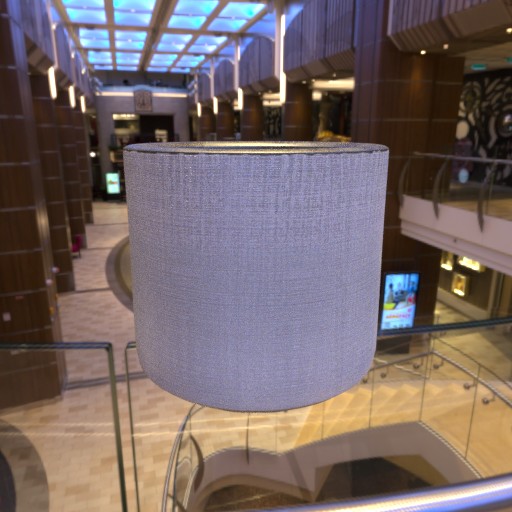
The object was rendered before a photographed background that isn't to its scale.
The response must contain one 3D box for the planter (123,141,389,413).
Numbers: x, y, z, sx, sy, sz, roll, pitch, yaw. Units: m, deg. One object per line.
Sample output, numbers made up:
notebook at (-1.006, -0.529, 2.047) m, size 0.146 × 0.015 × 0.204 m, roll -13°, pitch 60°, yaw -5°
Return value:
planter at (0.000, 0.000, 0.228) m, size 0.125 × 0.112 × 0.125 m, roll 0°, pitch 16°, yaw 0°
